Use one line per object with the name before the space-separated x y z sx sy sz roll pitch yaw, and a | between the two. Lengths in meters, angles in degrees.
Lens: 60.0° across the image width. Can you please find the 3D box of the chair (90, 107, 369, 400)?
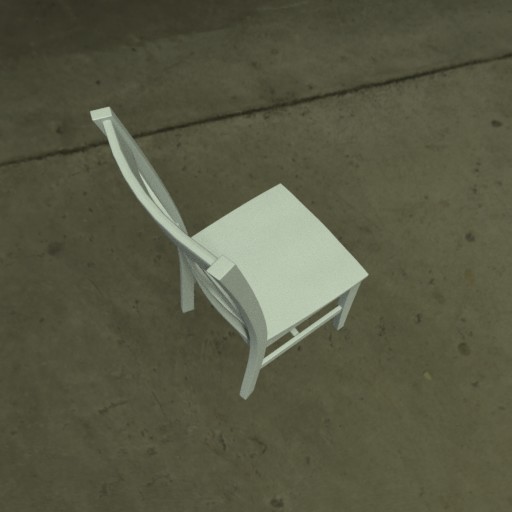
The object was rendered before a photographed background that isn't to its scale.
chair | 0.000 0.000 1.307 0.542 0.983 0.485 -32 64 -18
